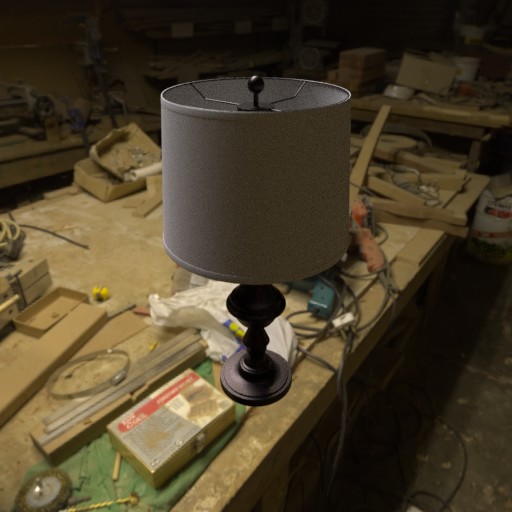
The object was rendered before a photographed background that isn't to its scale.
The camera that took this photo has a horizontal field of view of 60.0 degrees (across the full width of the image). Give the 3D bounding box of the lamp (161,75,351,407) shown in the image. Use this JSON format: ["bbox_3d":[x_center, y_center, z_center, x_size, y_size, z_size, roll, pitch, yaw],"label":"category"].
[{"bbox_3d":[0.000,0.000,0.955,0.383,0.726,0.383,0,30,0],"label":"lamp"}]
